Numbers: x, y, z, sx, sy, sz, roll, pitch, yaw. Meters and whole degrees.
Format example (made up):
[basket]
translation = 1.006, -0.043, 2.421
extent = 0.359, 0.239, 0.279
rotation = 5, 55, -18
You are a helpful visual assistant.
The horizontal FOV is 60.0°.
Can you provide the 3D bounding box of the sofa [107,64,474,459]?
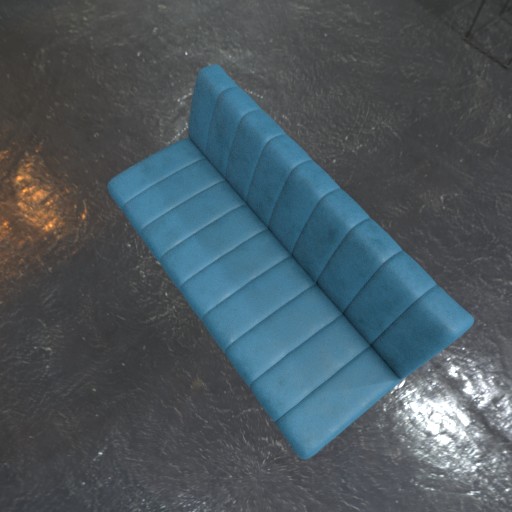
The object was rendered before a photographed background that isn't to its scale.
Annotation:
[sofa]
translation = 0.000, 0.000, 2.295
extent = 0.830, 0.825, 1.810
rotation = -34, 68, -15
